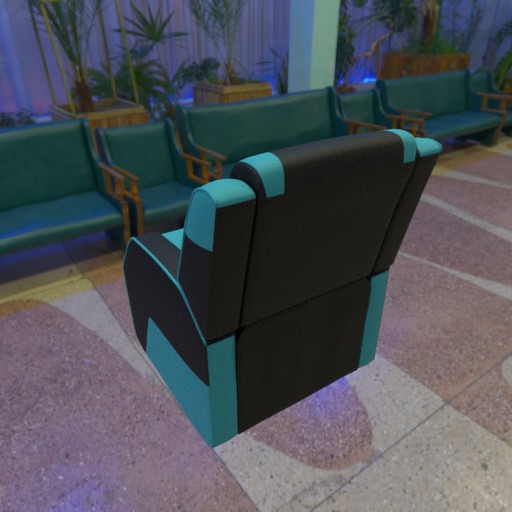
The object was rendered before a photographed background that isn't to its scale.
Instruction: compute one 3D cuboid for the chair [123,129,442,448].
[{"bbox_3d":[0.000,0.000,1.299,0.620,0.805,0.672,-18,34,-29],"label":"chair"}]
